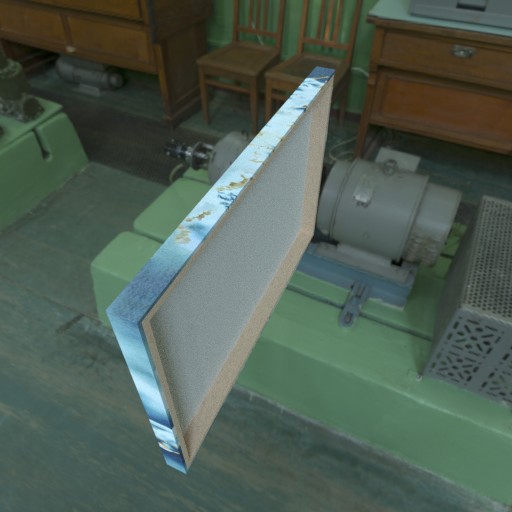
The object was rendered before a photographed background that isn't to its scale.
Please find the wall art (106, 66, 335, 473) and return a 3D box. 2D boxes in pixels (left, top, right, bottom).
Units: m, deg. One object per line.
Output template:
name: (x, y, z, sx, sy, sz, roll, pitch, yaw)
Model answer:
wall art: (0.000, 0.000, 0.753, 0.036, 0.405, 0.607, 18, 49, 17)
